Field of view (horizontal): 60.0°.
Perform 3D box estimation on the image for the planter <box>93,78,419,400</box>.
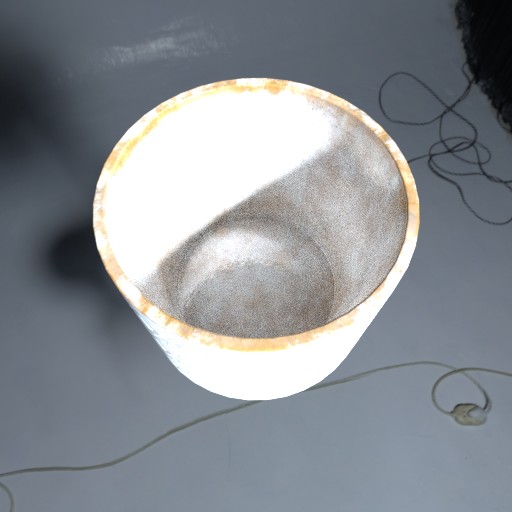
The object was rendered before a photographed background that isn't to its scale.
[{"bbox_3d":[0.000,0.000,0.447,0.255,0.223,0.255,0,63,0],"label":"planter"}]
